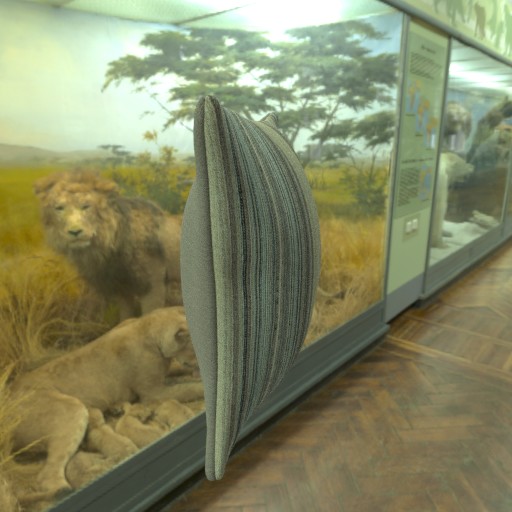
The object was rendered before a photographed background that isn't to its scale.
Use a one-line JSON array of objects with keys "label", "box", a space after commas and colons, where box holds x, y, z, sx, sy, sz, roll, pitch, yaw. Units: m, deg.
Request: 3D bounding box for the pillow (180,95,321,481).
[{"label": "pillow", "box": [0.000, 0.000, 0.648, 0.189, 0.416, 0.435, 3, 16, 10]}]
